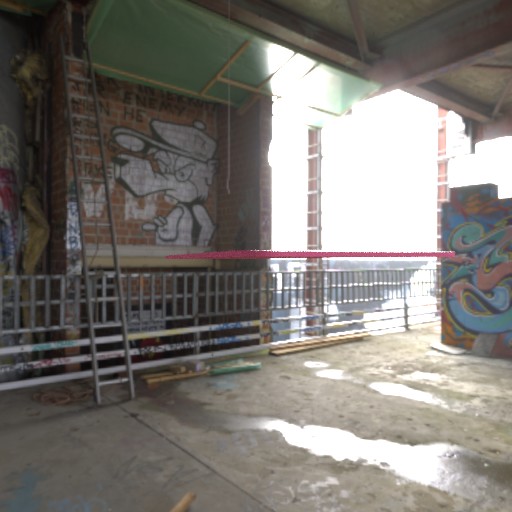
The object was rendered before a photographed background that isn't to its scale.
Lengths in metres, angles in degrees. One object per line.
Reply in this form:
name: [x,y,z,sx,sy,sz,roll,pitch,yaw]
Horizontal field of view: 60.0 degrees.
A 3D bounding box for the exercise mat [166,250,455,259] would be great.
exercise mat: [0.000,0.000,2.050,0.616,0.021,1.884,0,-1,-18]
